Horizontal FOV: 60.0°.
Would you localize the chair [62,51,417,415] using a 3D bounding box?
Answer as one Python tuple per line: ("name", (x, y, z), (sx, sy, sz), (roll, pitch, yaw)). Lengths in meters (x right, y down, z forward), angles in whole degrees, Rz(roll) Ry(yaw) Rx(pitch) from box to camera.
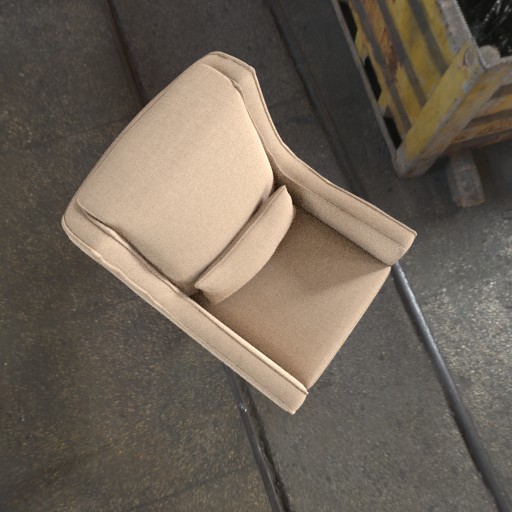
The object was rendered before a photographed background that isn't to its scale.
("chair", (0.000, 0.000, 1.605), (0.879, 0.993, 0.732), (36, 79, 8))
